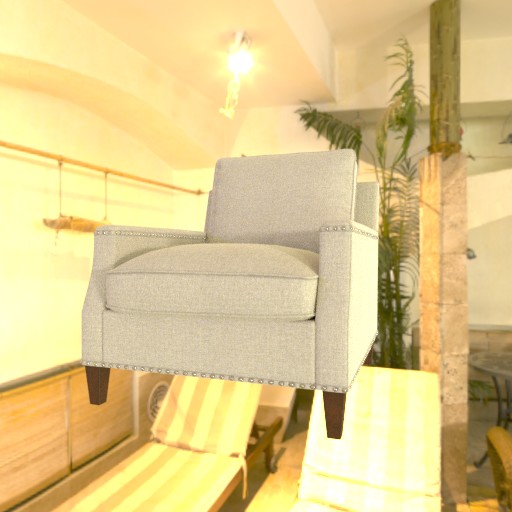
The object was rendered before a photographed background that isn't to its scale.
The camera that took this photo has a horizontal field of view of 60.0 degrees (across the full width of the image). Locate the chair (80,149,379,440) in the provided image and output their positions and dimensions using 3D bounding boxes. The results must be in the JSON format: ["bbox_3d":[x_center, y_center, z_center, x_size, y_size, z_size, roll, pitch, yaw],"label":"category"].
[{"bbox_3d":[0.000,0.000,1.709,0.853,0.943,1.014,0,1,20],"label":"chair"}]
